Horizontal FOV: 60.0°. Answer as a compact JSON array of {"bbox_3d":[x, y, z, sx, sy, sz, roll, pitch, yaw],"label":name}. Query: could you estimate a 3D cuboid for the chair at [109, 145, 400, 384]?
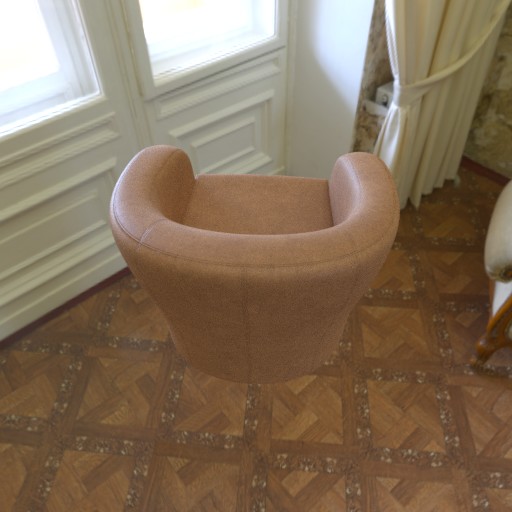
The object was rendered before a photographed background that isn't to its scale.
[{"bbox_3d":[0.000,0.000,1.455,0.791,0.771,0.815,3,47,2],"label":"chair"}]
